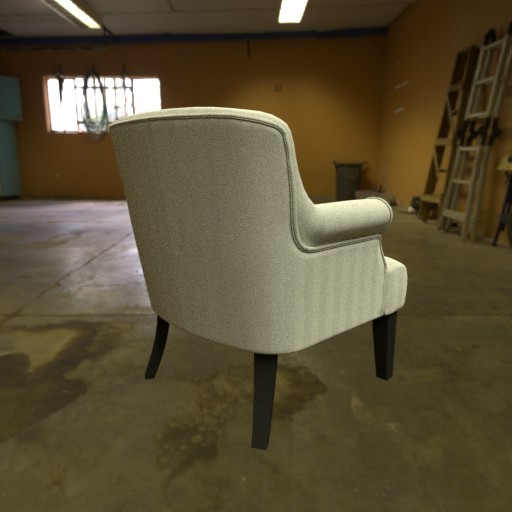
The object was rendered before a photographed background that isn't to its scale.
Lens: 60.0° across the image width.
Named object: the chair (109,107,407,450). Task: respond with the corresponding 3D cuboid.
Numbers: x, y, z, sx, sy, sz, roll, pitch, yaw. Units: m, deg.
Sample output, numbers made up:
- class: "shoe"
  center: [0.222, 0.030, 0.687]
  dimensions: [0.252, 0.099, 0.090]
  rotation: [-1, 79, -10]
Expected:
- class: "chair"
  center: [0.000, 0.000, 1.461]
  dimensions: [0.781, 0.875, 0.750]
  rotation: [12, 18, 43]
